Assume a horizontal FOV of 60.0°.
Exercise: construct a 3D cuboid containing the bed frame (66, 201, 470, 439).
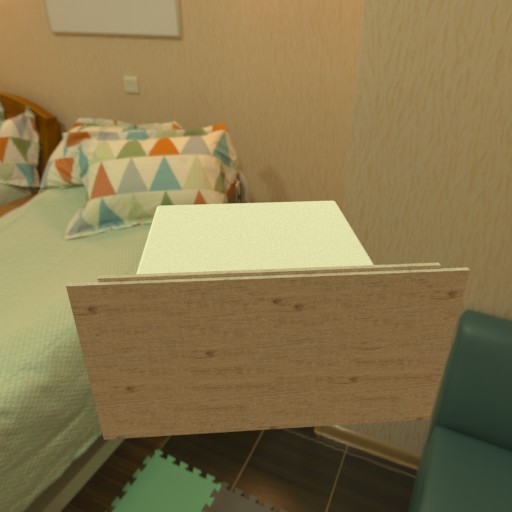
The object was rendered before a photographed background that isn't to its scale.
[{"bbox_3d":[0.000,0.000,3.044,1.750,0.970,2.080,-2,29,-4],"label":"bed frame"}]
